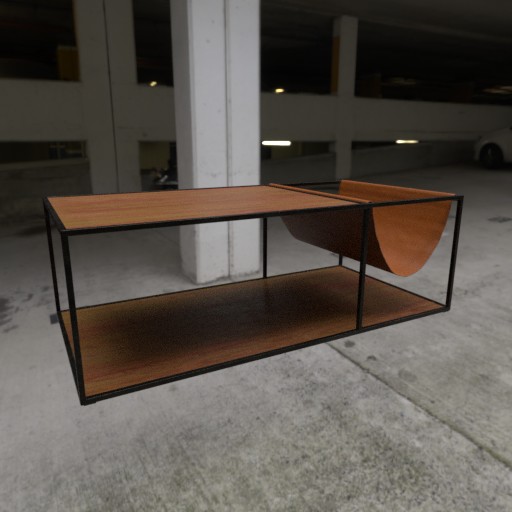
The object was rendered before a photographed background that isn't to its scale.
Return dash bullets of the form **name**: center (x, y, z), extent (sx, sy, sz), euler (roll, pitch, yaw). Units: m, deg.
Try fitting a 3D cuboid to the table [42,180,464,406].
- **table**: center (0.000, 0.000, 1.458), extent (1.199, 0.403, 0.597), euler (-8, 17, -27)
